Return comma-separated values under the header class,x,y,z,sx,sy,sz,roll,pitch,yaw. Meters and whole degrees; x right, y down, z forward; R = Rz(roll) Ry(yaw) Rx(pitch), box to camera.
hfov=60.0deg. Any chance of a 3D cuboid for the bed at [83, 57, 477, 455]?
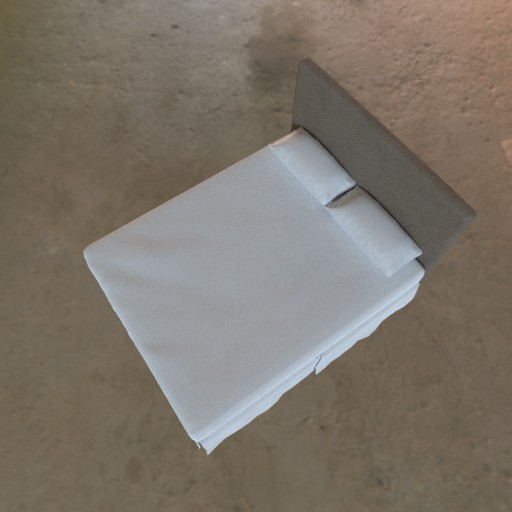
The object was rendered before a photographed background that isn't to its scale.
class,x,y,z,sx,sy,sz,roll,pitch,yaw
bed,0.000,0.000,3.206,2.142,1.330,1.723,-32,68,-15
